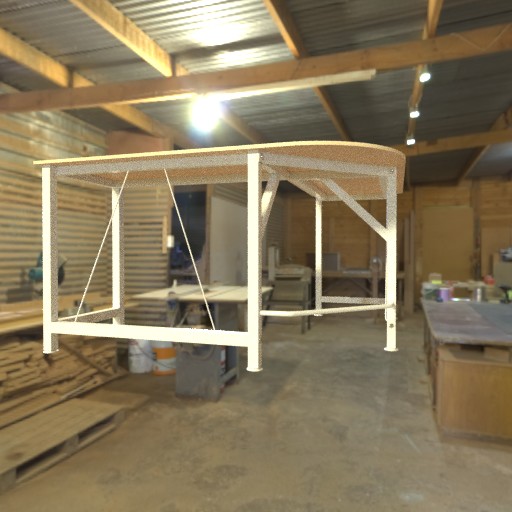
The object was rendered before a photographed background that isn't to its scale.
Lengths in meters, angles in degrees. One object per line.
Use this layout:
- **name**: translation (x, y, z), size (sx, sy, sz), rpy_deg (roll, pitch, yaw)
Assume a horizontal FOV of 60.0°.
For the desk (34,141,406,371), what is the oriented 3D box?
- **desk**: translation (0.000, 0.000, 2.211), size (1.400, 0.762, 1.400), rpy_deg (0, 1, 18)
